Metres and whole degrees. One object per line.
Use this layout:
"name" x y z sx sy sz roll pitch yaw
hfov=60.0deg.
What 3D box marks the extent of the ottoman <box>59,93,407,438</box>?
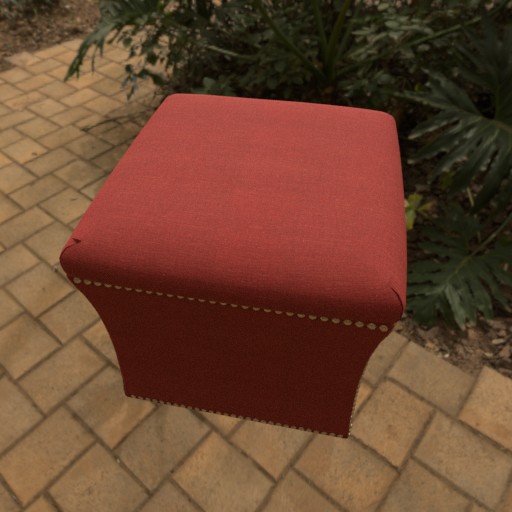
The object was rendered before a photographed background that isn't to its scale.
"ottoman" 0.000 0.000 0.893 0.497 0.475 0.507 8 47 8
